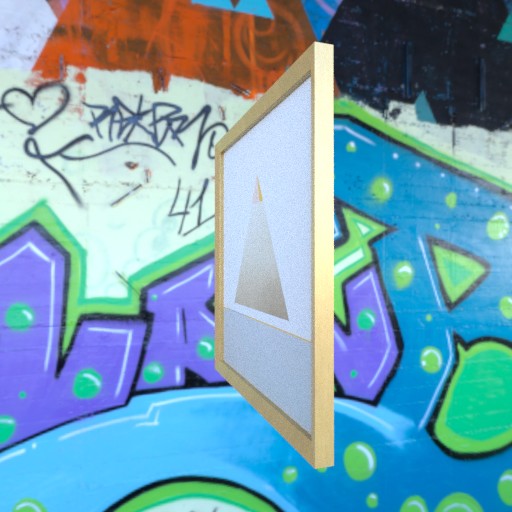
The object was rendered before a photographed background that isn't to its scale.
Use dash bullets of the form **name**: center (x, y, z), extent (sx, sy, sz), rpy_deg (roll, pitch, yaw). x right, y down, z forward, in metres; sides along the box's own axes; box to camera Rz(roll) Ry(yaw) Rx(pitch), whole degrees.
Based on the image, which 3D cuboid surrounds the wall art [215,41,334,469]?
- **wall art**: center (0.000, 0.000, 2.939), extent (0.097, 1.936, 1.935), rpy_deg (0, 0, -19)
